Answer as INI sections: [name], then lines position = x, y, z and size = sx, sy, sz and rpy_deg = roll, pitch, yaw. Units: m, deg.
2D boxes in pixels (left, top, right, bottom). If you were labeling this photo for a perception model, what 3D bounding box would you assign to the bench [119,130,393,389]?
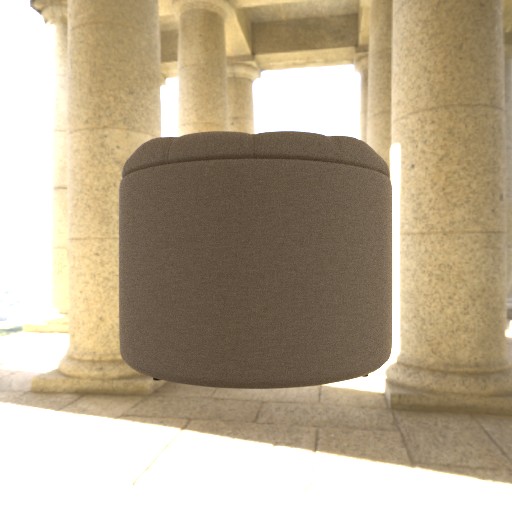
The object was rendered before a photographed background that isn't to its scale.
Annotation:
[bench]
position = 0.000, 0.000, 1.015
size = 0.600, 0.454, 0.600
rpy_deg = 0, 0, 0
